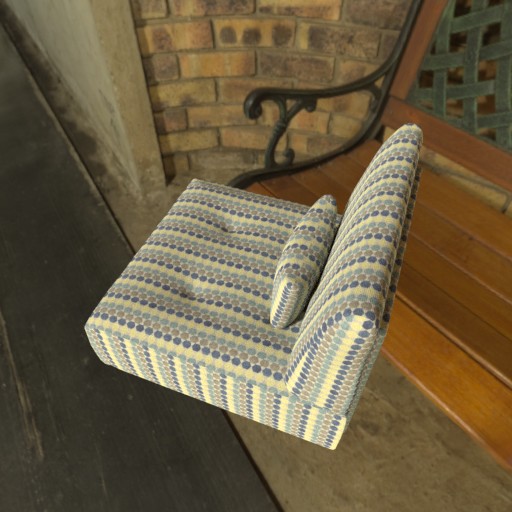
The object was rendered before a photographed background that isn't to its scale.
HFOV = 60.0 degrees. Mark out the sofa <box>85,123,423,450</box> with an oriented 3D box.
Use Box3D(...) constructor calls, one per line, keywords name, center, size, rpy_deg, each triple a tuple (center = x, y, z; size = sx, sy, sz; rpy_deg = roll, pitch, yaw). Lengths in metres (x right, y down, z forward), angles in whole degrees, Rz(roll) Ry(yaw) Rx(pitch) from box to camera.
Box3D(name="sofa", center=(0.000, 0.000, 1.697), size=(1.000, 0.830, 0.930), rpy_deg=(16, 50, 14))
